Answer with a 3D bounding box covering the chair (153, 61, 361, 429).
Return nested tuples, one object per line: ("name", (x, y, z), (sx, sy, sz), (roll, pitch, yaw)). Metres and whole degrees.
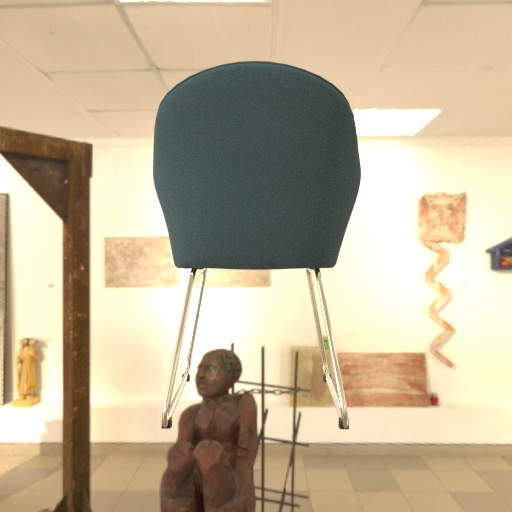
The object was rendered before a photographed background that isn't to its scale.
("chair", (0.000, 0.000, 1.210), (0.570, 0.815, 0.585), (0, 0, 1))
